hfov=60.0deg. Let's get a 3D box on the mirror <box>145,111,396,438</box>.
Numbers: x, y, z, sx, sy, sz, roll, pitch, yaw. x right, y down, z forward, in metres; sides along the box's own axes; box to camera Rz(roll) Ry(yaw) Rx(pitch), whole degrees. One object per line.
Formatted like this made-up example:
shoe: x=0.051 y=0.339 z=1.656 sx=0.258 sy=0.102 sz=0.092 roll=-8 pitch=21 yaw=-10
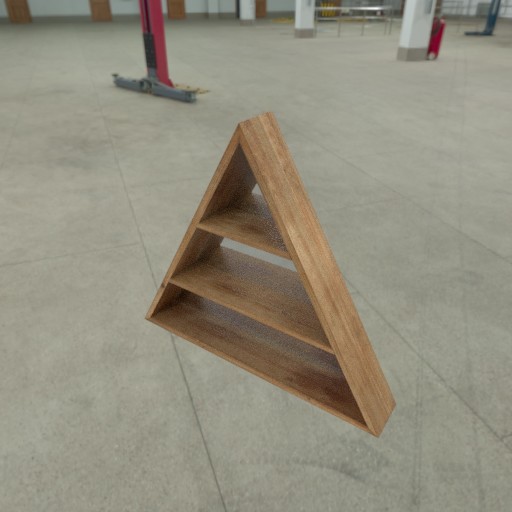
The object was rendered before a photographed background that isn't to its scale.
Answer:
mirror: x=0.000 y=0.000 z=0.886 sx=0.631 sy=0.548 sz=0.100 roll=19 pitch=36 yaw=29
